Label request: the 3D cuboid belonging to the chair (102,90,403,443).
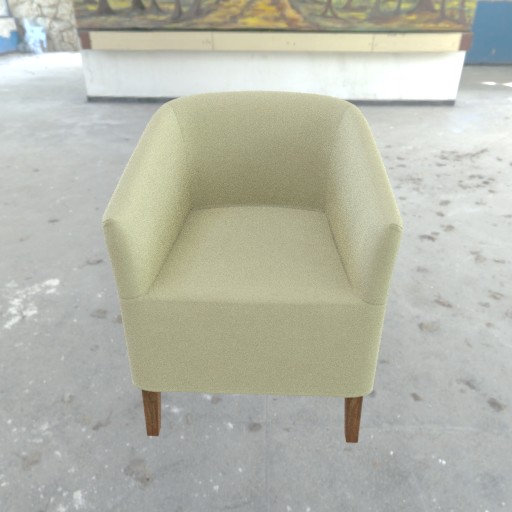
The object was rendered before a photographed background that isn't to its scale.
[{"bbox_3d":[0.000,0.000,1.306,0.643,0.822,0.657,1,30,2],"label":"chair"}]
